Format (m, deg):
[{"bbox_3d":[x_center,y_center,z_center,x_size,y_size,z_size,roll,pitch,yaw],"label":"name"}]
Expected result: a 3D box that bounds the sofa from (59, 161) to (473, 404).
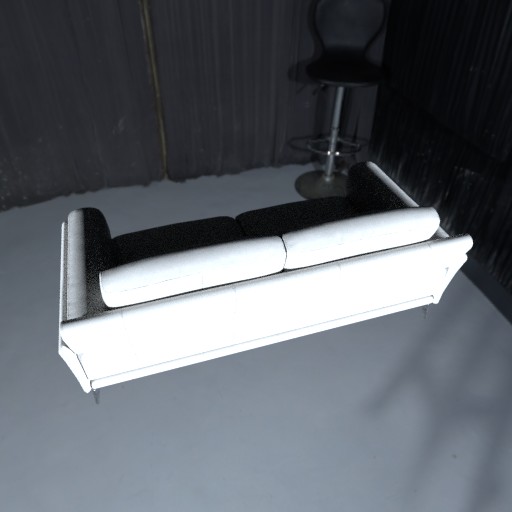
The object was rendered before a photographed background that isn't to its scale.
[{"bbox_3d":[0.000,0.000,2.574,2.101,0.930,1.049,-12,42,-13],"label":"sofa"}]
